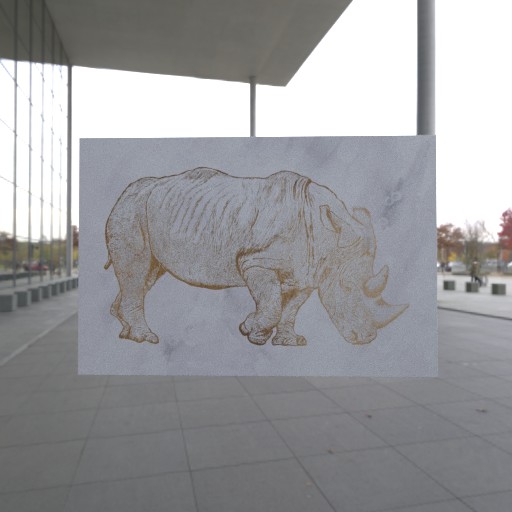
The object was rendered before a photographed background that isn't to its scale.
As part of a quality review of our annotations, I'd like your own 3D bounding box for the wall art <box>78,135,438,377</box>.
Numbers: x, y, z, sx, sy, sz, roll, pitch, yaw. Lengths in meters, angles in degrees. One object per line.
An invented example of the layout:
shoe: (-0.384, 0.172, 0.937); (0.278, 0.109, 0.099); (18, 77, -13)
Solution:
wall art: (0.000, 0.000, 0.771); (0.609, 0.407, 0.038); (0, -1, 2)
